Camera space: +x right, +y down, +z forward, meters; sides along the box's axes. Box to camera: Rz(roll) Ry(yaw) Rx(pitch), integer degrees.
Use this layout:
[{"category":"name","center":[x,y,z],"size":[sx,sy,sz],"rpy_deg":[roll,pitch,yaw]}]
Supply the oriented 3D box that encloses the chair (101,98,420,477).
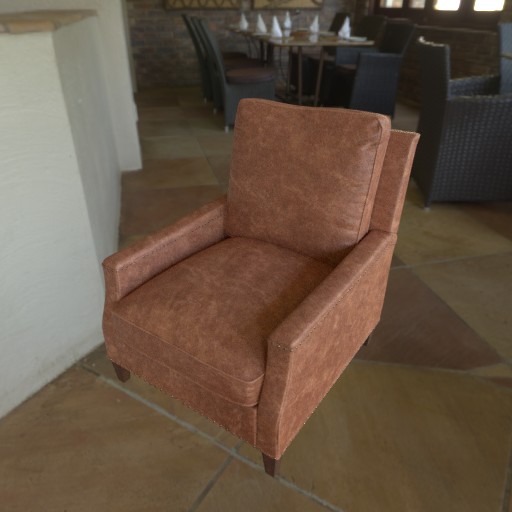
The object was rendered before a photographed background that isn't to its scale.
[{"category":"chair","center":[0.000,0.000,1.788],"size":[0.854,1.054,1.035],"rpy_deg":[19,35,30]}]
